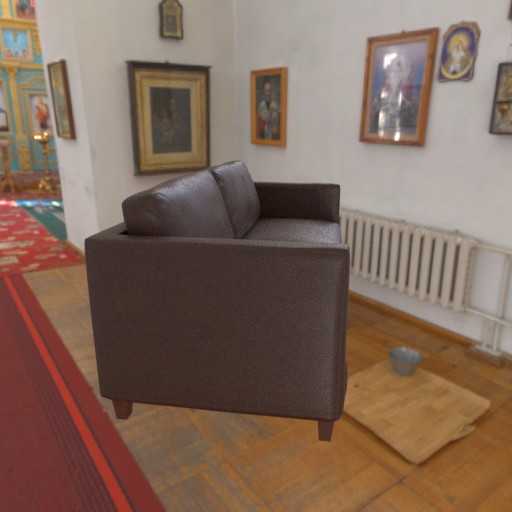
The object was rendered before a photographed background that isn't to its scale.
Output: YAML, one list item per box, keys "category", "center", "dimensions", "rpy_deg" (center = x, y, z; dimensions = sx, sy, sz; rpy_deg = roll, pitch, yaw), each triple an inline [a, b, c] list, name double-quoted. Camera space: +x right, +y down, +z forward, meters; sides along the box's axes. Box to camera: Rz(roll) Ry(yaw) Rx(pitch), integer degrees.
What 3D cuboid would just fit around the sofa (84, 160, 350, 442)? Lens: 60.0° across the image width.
- category: "sofa"
  center: [0.000, 0.000, 2.418]
  dimensions: [0.951, 0.933, 1.883]
  rpy_deg: [3, 16, 9]
